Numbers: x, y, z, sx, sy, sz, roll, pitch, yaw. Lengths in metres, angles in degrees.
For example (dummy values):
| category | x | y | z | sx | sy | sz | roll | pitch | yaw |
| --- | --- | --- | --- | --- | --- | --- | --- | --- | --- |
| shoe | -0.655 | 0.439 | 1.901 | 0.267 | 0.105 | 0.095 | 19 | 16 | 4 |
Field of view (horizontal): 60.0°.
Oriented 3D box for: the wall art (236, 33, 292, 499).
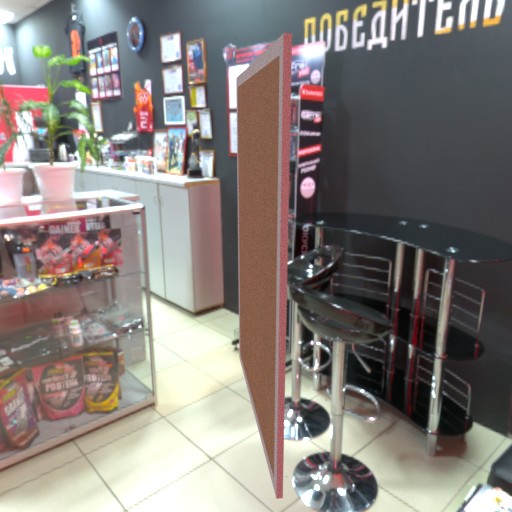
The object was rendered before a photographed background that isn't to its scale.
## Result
| category | x | y | z | sx | sy | sz | roll | pitch | yaw |
| --- | --- | --- | --- | --- | --- | --- | --- | --- | --- |
| wall art | 0.000 | 0.000 | 1.193 | 0.015 | 0.965 | 0.660 | -3 | 16 | -9 |
